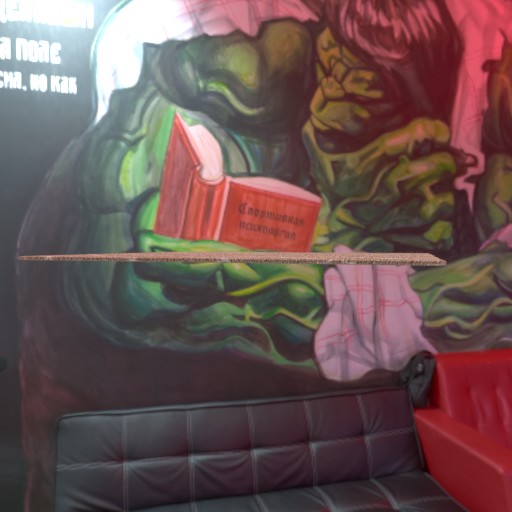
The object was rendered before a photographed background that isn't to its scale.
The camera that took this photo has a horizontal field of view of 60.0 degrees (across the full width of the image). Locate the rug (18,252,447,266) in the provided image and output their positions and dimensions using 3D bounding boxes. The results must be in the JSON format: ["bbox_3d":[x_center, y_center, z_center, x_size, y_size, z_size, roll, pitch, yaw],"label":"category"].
[{"bbox_3d":[0.000,0.000,4.045,3.047,0.029,2.438,0,1,19],"label":"rug"}]
